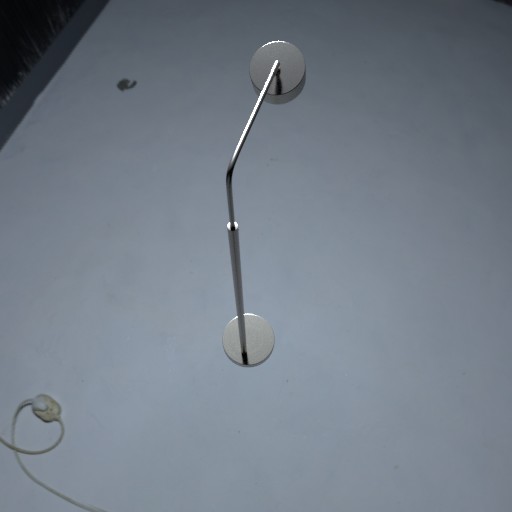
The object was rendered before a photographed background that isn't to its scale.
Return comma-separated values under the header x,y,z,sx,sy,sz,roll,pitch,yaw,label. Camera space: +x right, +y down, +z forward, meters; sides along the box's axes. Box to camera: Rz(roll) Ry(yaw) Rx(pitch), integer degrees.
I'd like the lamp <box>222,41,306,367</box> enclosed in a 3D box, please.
x,y,z,sx,sy,sz,roll,pitch,yaw,label
0.000,0.000,1.401,0.222,1.250,0.421,17,64,8,lamp
